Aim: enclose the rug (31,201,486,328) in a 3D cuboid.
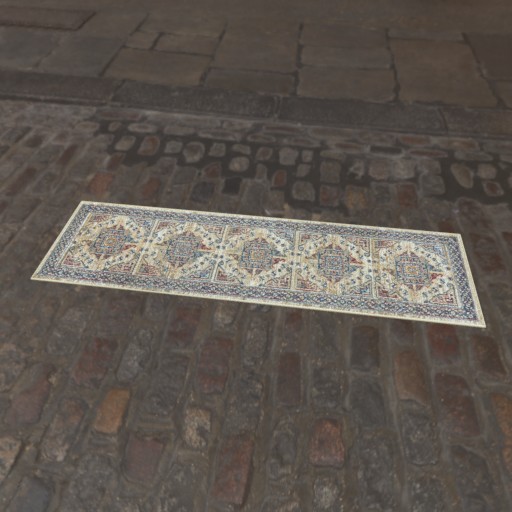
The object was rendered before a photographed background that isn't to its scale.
[{"bbox_3d":[0.000,0.000,2.445,2.297,0.013,0.661,6,46,5],"label":"rug"}]
